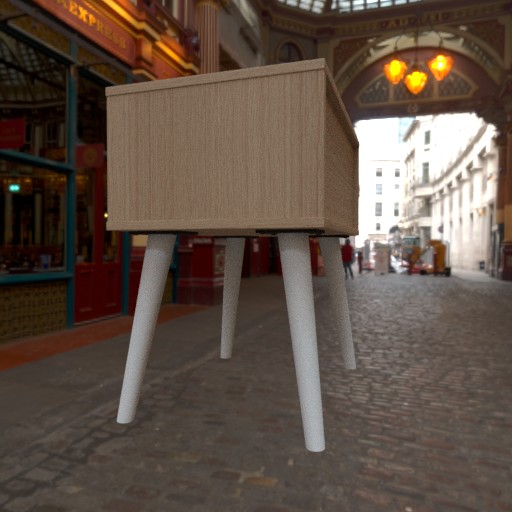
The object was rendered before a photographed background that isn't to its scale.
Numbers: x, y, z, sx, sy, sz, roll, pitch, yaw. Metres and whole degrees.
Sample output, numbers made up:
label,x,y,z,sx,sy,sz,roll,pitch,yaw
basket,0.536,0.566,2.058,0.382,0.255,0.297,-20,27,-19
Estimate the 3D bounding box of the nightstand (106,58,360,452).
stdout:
label,x,y,z,sx,sy,sz,roll,pitch,yaw
nightstand,0.000,0.000,1.008,0.407,0.610,0.571,0,1,18
